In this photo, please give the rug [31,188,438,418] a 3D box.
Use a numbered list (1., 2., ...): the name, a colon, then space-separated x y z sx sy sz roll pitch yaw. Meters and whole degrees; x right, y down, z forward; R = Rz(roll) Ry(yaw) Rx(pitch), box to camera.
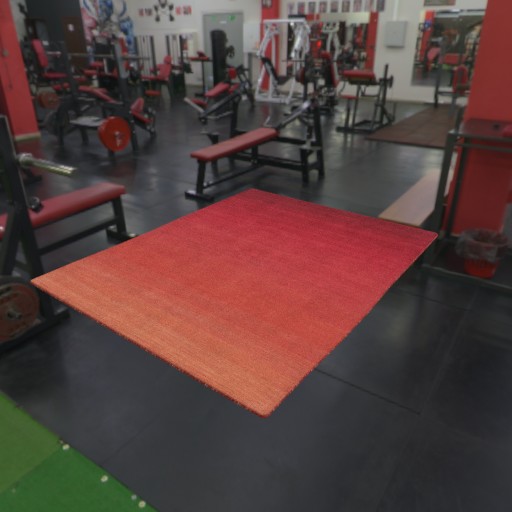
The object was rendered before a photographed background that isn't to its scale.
1. rug: 0.000 0.000 3.932 2.340 0.028 2.905 19 33 32
